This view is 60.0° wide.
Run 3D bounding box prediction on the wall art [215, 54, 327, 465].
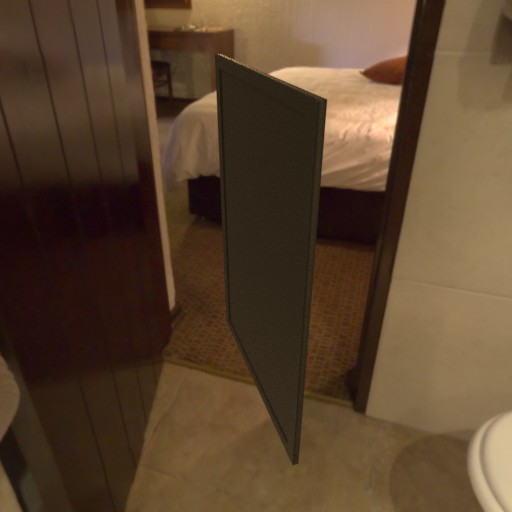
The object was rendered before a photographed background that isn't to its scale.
[{"bbox_3d":[0.000,0.000,0.848,0.012,0.661,0.451,-10,32,-16],"label":"wall art"}]
